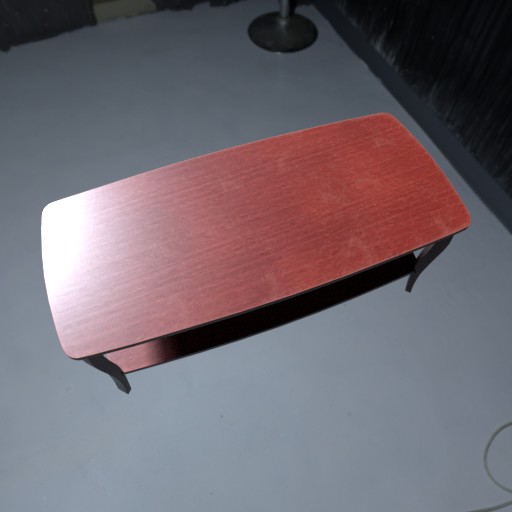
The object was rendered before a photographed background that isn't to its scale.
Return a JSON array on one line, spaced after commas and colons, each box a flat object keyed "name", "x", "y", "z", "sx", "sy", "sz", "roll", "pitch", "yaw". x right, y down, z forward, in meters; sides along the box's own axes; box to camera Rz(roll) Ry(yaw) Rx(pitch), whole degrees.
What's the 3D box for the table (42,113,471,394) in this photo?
[{"name": "table", "x": 0.000, "y": 0.000, "z": 1.505, "sx": 1.216, "sy": 0.473, "sz": 0.561, "roll": -18, "pitch": 60, "yaw": -10}]
